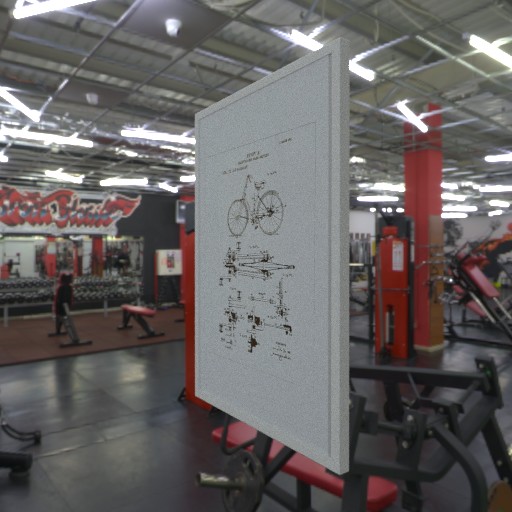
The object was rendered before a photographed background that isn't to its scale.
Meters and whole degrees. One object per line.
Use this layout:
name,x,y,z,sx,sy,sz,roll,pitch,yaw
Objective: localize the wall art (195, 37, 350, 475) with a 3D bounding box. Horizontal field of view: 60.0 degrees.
wall art,0.000,0.000,0.620,0.015,0.477,0.332,0,1,-36
